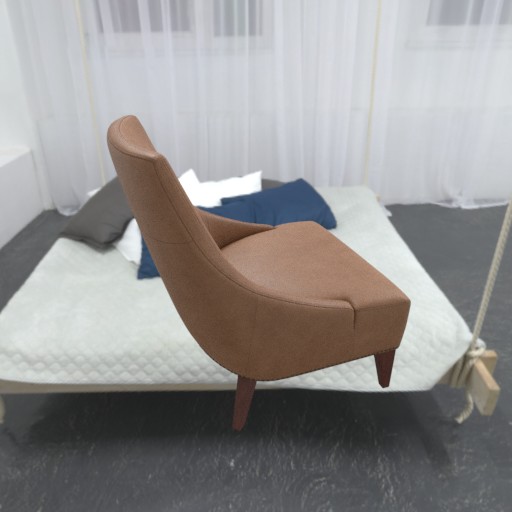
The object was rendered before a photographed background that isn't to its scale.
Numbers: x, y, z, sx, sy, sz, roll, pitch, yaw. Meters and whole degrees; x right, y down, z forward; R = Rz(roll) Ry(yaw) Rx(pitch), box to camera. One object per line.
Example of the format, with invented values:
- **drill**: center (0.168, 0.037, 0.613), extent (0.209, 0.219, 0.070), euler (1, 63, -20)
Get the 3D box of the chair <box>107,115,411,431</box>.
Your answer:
- **chair**: center (0.000, 0.000, 1.538), extent (0.861, 0.909, 0.701), euler (-10, 30, -18)
